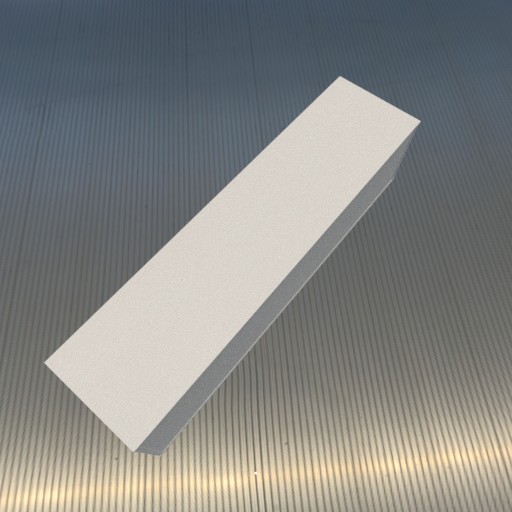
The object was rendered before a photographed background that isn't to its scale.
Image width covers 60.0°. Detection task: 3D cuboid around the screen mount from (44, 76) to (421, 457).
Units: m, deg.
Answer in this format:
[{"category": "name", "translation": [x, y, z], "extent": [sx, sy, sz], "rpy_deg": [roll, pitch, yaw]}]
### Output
[{"category": "screen mount", "translation": [0.000, 0.000, 1.824], "extent": [0.418, 0.520, 1.600], "rpy_deg": [37, 69, 16]}]
